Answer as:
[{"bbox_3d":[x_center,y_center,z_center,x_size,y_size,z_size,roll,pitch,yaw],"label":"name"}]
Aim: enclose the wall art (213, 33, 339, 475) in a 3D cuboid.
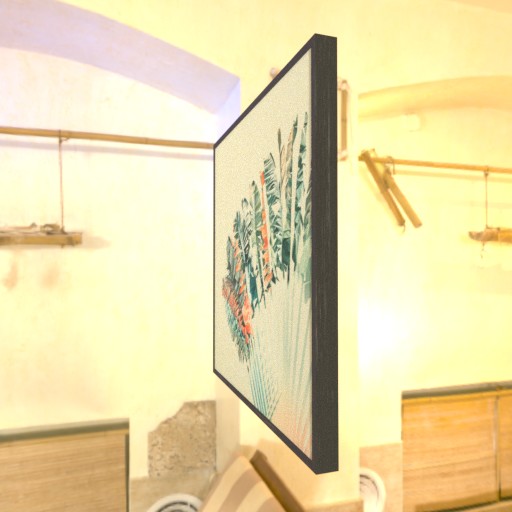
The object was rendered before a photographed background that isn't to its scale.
[{"bbox_3d":[0.000,0.000,1.128,0.043,0.758,0.762,0,-1,-19],"label":"wall art"}]
